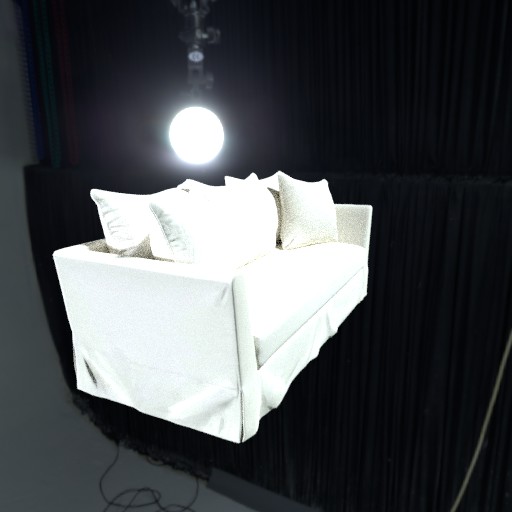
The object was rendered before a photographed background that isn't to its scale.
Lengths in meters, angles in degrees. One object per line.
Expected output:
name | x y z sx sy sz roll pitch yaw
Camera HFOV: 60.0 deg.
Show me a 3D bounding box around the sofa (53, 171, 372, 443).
sofa | 0.000 0.000 2.879 1.031 1.034 2.290 7 15 26
